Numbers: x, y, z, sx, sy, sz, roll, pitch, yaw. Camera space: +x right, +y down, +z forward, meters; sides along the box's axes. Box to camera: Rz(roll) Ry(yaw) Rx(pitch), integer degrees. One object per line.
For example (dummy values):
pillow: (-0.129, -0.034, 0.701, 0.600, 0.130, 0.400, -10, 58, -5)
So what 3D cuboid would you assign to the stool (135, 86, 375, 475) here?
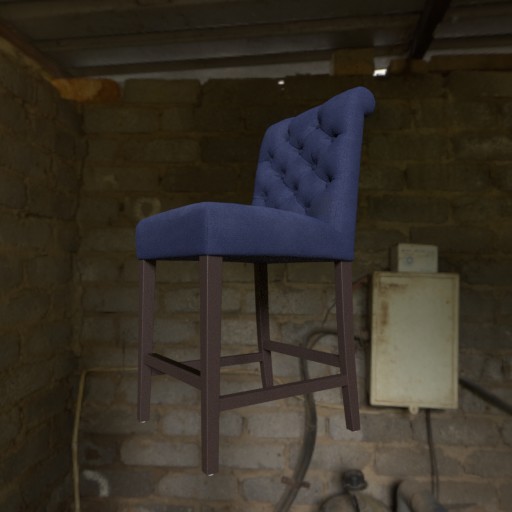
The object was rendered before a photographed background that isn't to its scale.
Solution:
stool: (0.000, 0.000, 1.350, 0.601, 1.010, 0.493, 1, -3, -34)
